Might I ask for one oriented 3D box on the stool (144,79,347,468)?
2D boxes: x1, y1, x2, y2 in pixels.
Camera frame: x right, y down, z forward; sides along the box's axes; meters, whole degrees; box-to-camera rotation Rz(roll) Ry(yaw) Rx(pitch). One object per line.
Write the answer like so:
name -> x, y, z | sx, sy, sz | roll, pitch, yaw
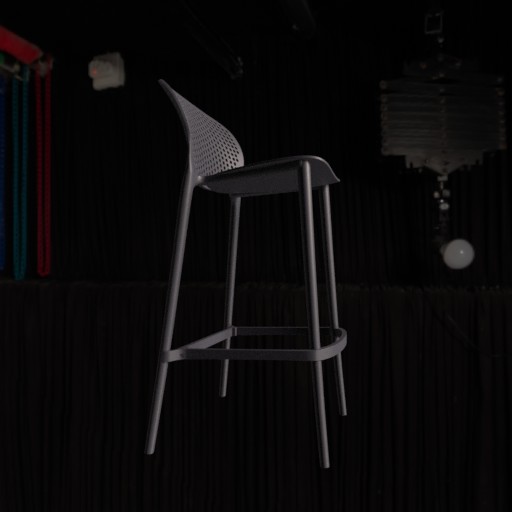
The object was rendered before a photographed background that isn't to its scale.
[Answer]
stool -> 0.000, 0.000, 1.353 | 0.535, 1.045, 0.536 | 0, 0, 18
